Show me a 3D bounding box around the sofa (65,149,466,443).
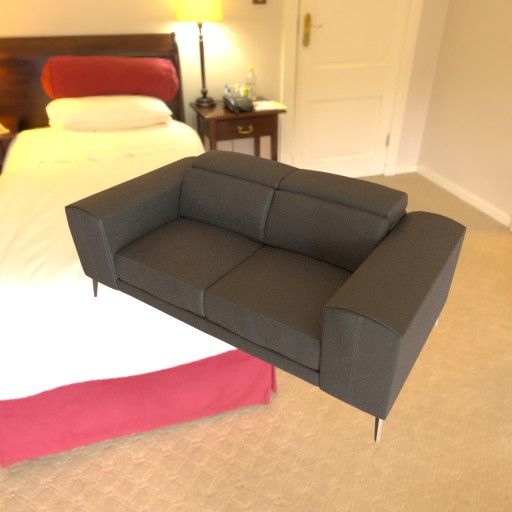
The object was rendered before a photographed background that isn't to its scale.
[{"bbox_3d":[0.000,0.000,2.418,1.895,0.779,1.003,19,36,29],"label":"sofa"}]
